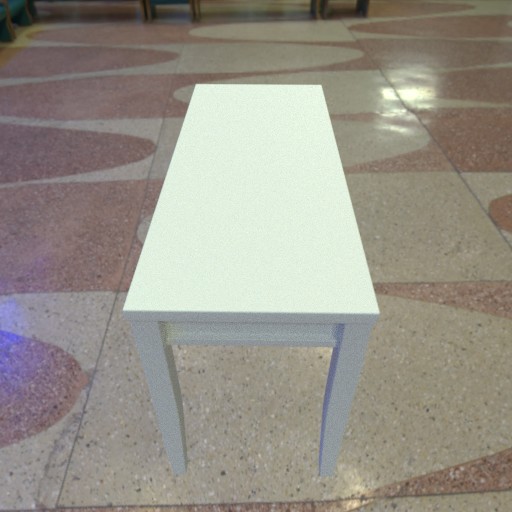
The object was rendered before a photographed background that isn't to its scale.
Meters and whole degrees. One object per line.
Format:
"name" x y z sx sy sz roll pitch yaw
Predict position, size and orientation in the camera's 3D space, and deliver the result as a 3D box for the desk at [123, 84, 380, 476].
"desk" 0.000 0.000 1.583 0.508 0.775 1.220 1 41 1
